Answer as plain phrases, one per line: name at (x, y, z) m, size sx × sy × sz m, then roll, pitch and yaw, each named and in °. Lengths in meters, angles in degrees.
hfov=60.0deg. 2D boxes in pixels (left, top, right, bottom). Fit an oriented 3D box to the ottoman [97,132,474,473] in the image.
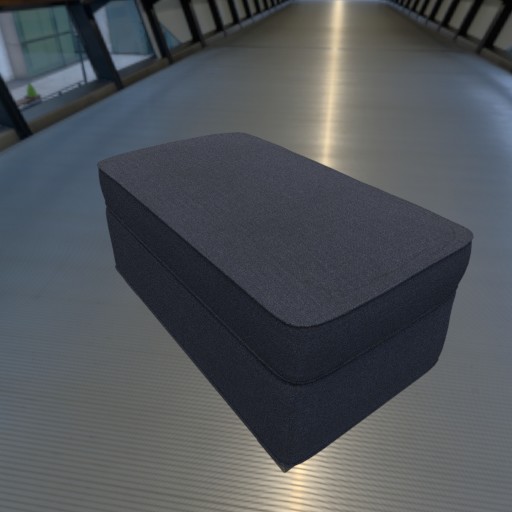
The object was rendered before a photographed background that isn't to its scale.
ottoman at (0.000, 0.000, 1.166) m, size 0.505 × 0.453 × 0.895 m, roll -22°, pitch 39°, yaw -30°
